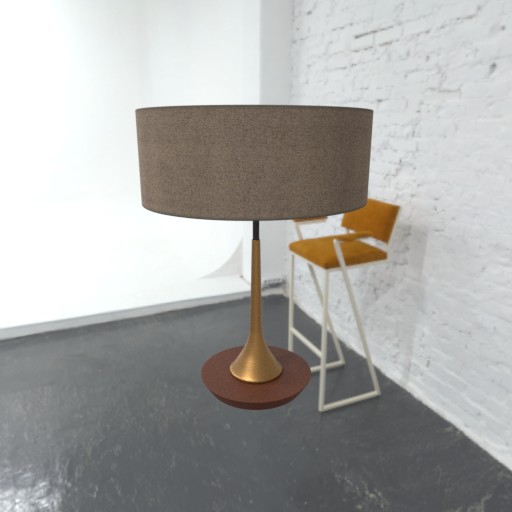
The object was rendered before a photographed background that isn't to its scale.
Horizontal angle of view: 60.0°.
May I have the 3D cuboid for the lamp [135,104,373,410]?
[{"bbox_3d":[0.000,0.000,0.854,0.417,0.551,0.396,-14,21,-42],"label":"lamp"}]
